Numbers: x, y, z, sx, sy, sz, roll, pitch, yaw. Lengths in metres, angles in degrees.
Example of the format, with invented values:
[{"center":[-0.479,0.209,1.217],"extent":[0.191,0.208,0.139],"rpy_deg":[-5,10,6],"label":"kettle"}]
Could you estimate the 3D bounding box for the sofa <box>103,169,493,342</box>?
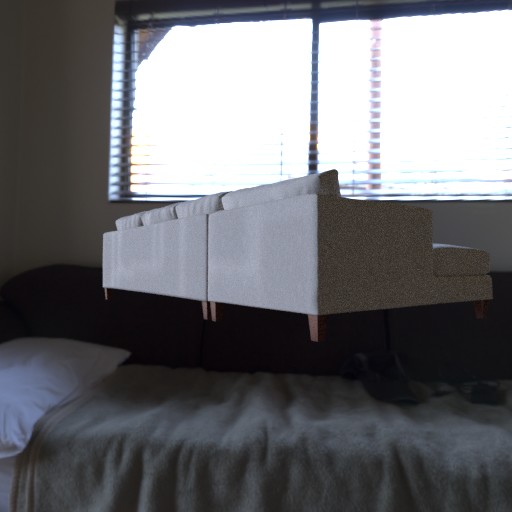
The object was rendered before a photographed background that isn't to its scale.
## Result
[{"center":[0.000,0.000,3.776],"extent":[1.625,0.861,3.186],"rpy_deg":[1,-1,-36],"label":"sofa"}]
